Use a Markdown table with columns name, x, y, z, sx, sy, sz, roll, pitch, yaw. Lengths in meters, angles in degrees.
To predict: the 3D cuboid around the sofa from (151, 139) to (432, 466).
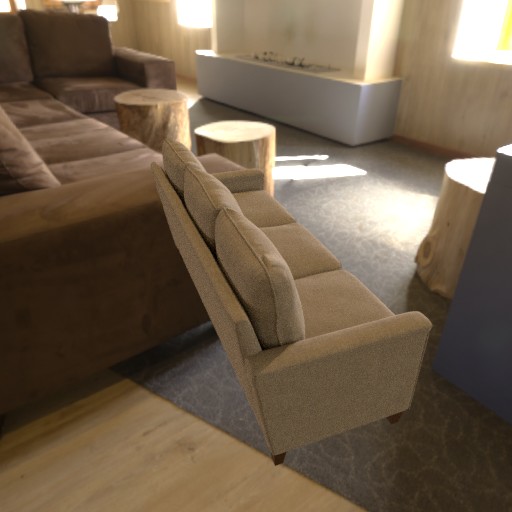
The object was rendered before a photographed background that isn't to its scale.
| name | x | y | z | sx | sy | sz | roll | pitch | yaw |
| --- | --- | --- | --- | --- | --- | --- | --- | --- | --- |
| sofa | 0.000 | 0.000 | 2.483 | 0.828 | 0.959 | 1.925 | -11 | 33 | -18 |
